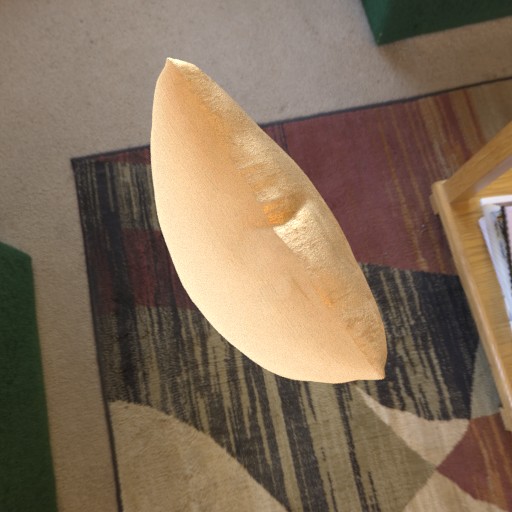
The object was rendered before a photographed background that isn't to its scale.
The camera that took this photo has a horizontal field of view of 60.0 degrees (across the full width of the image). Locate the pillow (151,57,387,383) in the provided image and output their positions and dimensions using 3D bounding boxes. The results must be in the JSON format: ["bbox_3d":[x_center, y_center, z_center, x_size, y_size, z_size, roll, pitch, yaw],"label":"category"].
[{"bbox_3d":[0.000,0.000,0.702,0.245,0.448,0.450,-29,78,-7],"label":"pillow"}]
